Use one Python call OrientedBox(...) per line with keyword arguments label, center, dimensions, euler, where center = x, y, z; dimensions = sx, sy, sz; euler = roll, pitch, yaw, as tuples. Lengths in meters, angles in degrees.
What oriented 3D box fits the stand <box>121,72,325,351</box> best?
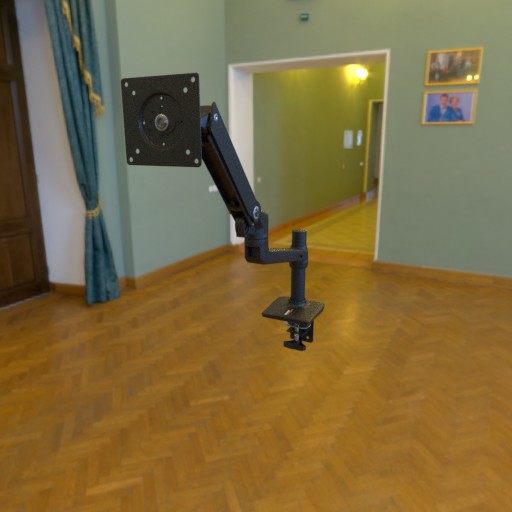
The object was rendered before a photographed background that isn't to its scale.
OrientedBox(label="stand", center=(0.000, 0.000, 1.037), dimensions=(0.152, 0.713, 0.650), euler=(7, 16, 26))
